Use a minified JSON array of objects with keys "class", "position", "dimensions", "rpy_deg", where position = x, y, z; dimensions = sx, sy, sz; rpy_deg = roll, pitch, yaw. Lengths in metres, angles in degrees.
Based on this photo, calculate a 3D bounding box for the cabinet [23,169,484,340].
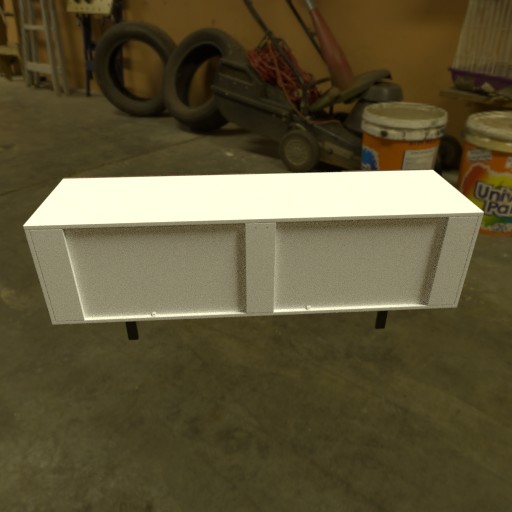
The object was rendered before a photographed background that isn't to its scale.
[{"class":"cabinet","position":[0.000,0.000,1.758],"dimensions":[1.499,0.533,0.431],"rpy_deg":[-2,31,-3]}]
